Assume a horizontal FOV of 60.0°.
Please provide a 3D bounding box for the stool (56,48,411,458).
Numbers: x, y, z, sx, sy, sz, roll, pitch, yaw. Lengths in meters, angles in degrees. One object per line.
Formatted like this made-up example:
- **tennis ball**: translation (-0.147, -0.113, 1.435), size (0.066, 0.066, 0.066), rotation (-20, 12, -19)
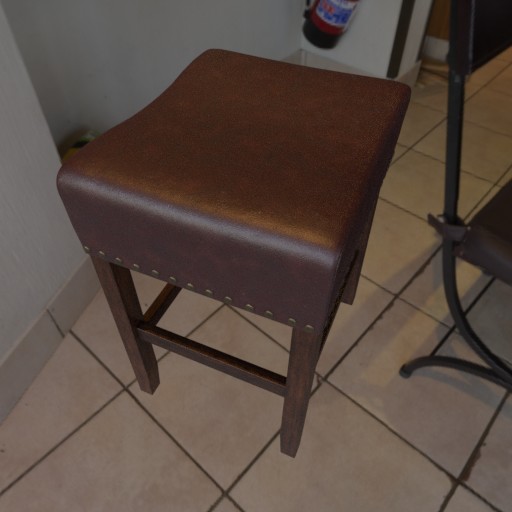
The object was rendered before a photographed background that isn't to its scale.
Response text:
- **stool**: translation (0.000, 0.000, 0.885), size (0.397, 0.608, 0.465), rotation (18, 49, 16)
